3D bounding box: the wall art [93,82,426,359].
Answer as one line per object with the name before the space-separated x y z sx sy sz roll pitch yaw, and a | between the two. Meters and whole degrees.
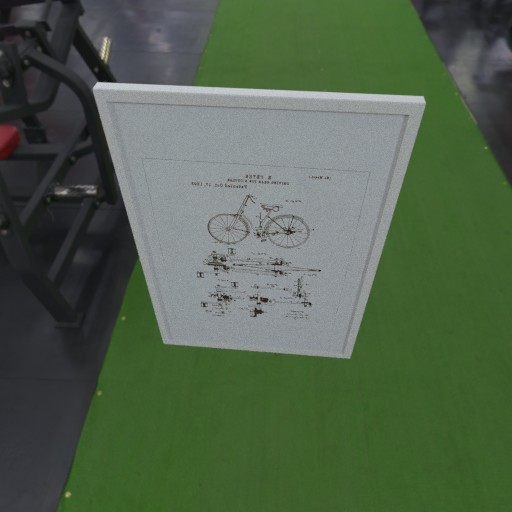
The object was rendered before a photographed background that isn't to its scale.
wall art | 0.000 0.000 0.617 0.332 0.477 0.015 4 47 4
